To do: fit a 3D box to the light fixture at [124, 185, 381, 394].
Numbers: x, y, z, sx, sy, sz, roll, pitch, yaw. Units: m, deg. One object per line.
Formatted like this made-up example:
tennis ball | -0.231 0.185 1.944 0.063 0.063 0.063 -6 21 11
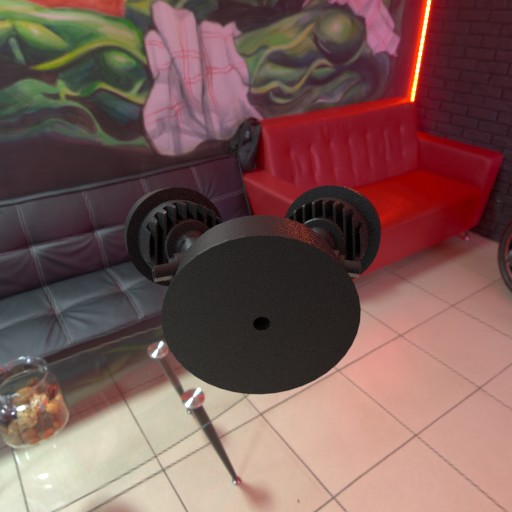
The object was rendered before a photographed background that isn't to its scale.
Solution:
light fixture | 0.000 0.000 0.317 0.213 0.120 0.168 -1 30 -2
